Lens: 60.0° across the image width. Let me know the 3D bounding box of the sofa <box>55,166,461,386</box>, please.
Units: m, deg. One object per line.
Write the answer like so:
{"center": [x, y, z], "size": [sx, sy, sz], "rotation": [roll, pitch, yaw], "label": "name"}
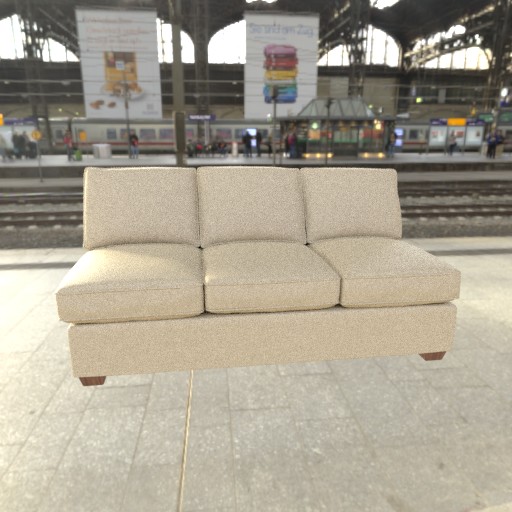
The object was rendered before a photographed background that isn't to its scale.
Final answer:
{"center": [0.000, 0.000, 2.528], "size": [1.962, 0.973, 1.027], "rotation": [-2, 15, -8], "label": "sofa"}
